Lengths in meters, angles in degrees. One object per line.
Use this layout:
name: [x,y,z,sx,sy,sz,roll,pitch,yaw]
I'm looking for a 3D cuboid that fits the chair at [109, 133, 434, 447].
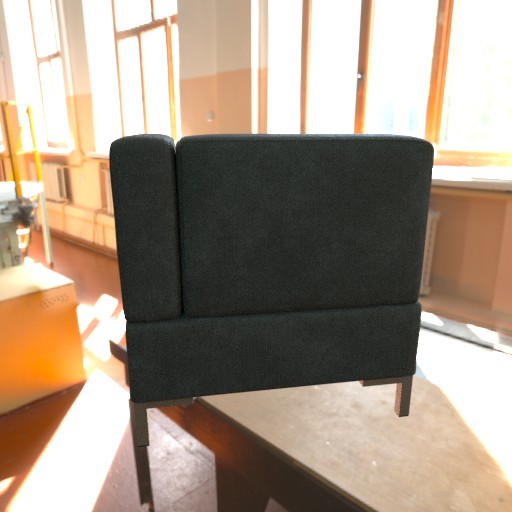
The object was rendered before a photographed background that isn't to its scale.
chair: [0.000,0.000,1.238,0.680,0.660,0.680,-3,16,-10]
